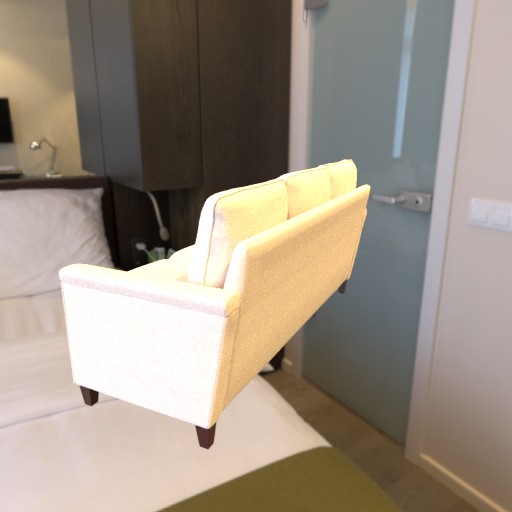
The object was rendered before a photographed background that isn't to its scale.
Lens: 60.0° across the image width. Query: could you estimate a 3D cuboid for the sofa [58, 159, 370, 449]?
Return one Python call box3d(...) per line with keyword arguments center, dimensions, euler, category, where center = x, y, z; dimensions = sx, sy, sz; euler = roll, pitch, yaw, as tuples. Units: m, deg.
box3d(center=(0.000, 0.000, 2.431), dimensions=(0.828, 0.961, 1.925), euler=(8, 18, 26), category="sofa")
